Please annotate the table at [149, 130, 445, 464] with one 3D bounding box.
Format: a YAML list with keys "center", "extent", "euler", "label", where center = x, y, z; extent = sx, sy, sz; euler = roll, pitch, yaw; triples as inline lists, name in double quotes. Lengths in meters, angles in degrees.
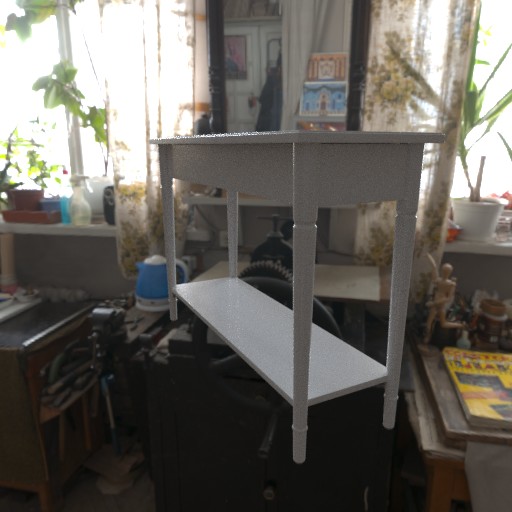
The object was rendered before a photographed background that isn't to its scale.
- center: [0.000, 0.000, 1.436]
  extent: [0.381, 0.749, 1.067]
  euler: [-7, 16, -27]
  label: "table"
